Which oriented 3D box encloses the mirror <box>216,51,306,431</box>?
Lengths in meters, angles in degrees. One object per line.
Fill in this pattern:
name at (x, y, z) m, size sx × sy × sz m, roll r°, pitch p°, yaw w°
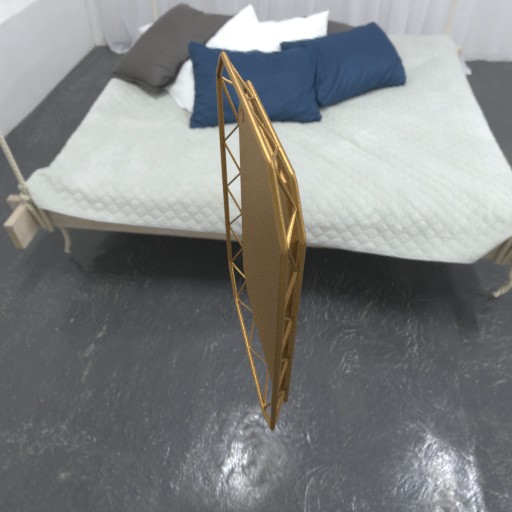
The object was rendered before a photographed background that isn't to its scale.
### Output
mirror at (0.000, 0.000, 0.735) m, size 0.042 × 0.566 × 0.417 m, roll -9°, pitch 47°, yaw -9°
